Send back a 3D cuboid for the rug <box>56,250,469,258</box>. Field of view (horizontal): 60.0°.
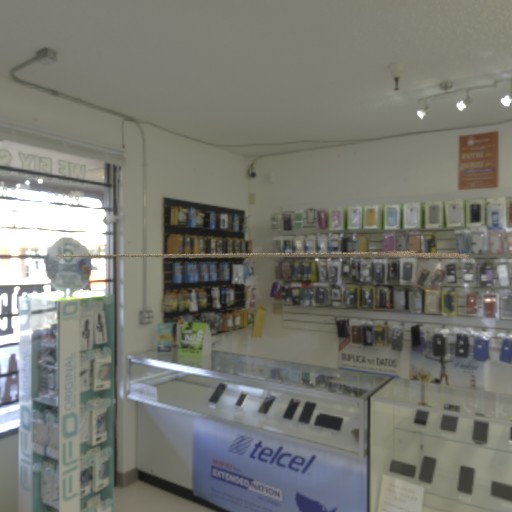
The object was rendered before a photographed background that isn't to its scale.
[{"bbox_3d":[0.000,0.000,3.125,2.523,0.034,1.528,0,-1,35],"label":"rug"}]
